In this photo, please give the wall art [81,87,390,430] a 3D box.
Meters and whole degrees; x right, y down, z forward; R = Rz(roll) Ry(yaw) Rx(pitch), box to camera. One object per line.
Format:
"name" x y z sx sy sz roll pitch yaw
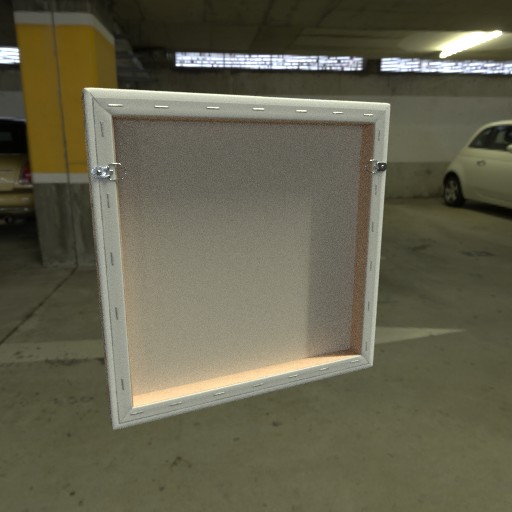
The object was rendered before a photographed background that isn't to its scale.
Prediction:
"wall art" 0.000 0.000 0.749 0.507 0.508 0.038 -6 15 -24
